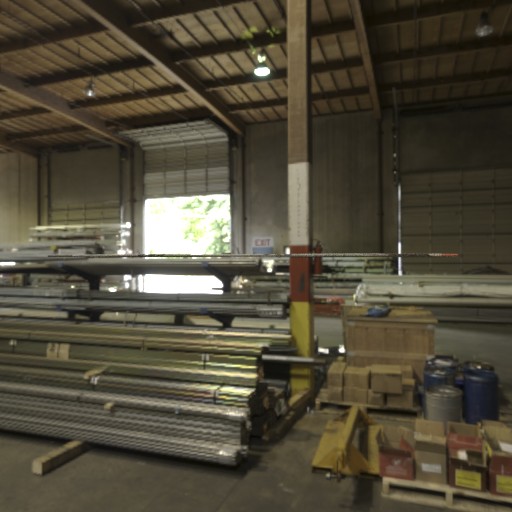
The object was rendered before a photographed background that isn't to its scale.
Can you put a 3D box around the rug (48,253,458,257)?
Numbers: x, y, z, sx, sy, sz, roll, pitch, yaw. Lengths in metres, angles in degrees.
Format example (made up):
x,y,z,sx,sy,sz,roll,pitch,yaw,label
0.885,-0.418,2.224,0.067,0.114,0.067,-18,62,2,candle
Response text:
x,y,z,sx,sy,sz,roll,pitch,yaw,label
0.000,0.000,3.074,2.446,0.017,1.530,0,0,19,rug
